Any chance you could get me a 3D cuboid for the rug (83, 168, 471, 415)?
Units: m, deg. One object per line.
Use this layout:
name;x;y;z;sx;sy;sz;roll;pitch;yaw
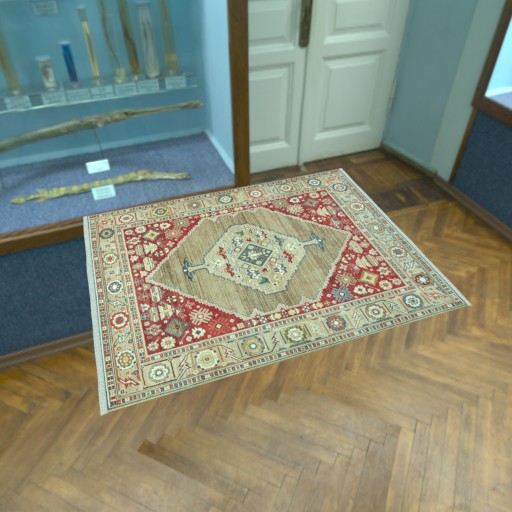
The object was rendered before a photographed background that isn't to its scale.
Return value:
rug;0.000;0.000;4.329;3.143;0.008;2.451;-13;43;-14
